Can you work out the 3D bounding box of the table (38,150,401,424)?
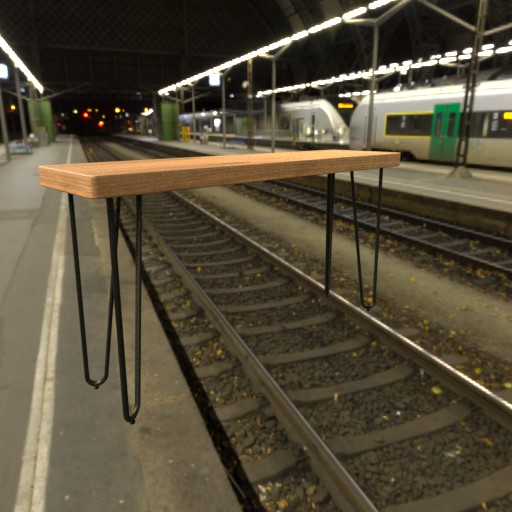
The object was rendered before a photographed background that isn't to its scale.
[{"bbox_3d":[0.000,0.000,1.927,1.570,0.834,0.425,-15,22,-41],"label":"table"}]
